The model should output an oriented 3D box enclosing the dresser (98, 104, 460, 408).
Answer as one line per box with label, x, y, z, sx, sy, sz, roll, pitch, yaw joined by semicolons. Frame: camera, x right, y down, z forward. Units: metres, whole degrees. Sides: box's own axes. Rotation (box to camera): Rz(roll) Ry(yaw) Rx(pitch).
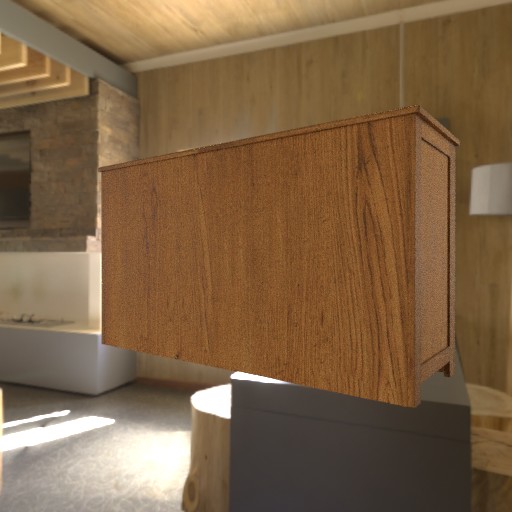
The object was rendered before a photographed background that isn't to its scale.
dresser;0.000;0.000;2.066;1.657;0.932;0.563;0;0;37
